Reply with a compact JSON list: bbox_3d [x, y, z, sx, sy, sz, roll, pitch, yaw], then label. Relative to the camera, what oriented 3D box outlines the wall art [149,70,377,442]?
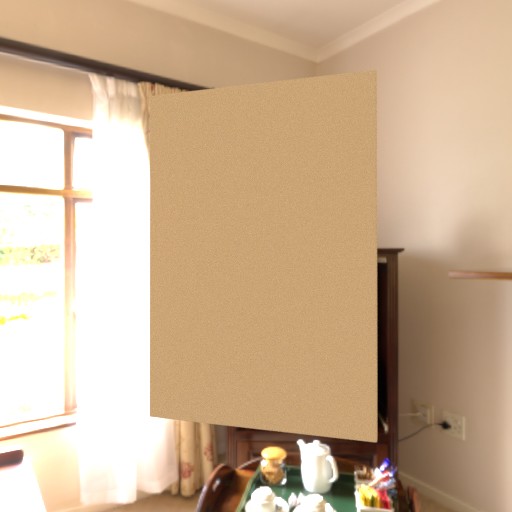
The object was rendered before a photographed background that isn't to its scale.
[{"bbox_3d":[0.000,0.000,1.535,0.808,1.183,0.038,0,0,16],"label":"wall art"}]
